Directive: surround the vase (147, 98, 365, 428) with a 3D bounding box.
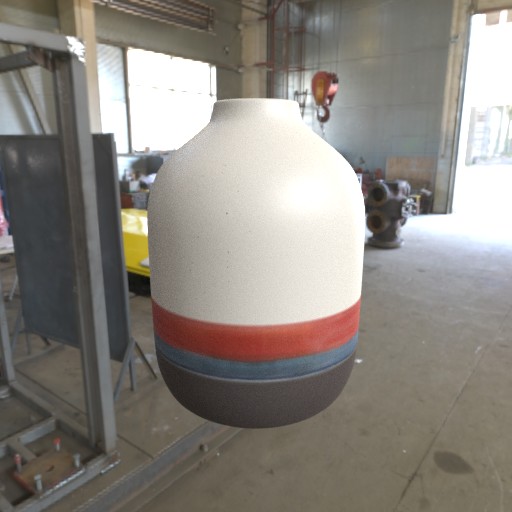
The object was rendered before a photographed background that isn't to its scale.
[{"bbox_3d":[0.000,0.000,0.360,0.169,0.237,0.169,0,14,0],"label":"vase"}]
